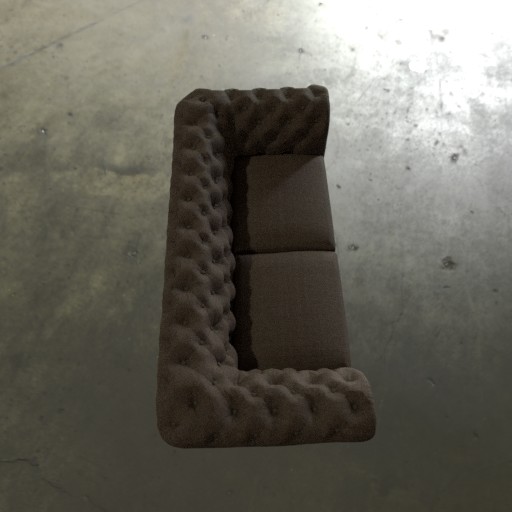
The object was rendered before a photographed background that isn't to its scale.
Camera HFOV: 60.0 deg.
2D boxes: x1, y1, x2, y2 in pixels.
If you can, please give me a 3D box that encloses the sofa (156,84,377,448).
[{"bbox_3d":[0.000,0.000,2.547,0.944,0.780,2.048,-2,63,-1],"label":"sofa"}]
